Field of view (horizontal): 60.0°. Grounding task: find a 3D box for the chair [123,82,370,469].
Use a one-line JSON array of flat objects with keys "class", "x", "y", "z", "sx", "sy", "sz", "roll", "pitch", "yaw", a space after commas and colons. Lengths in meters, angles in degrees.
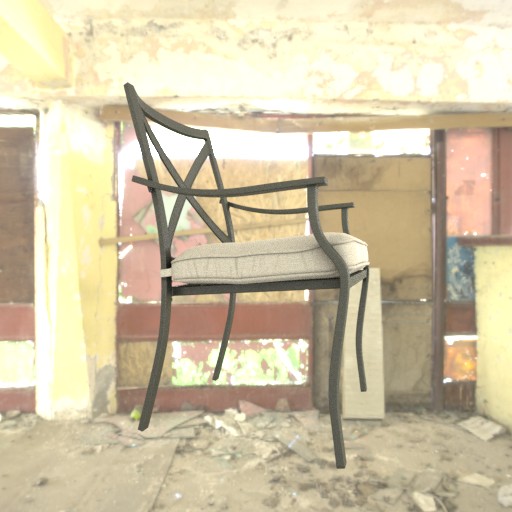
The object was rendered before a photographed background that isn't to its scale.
[{"class": "chair", "x": 0.000, "y": 0.000, "z": 1.280, "sx": 0.620, "sy": 0.889, "sz": 0.575, "roll": 0, "pitch": 1, "yaw": 19}]
